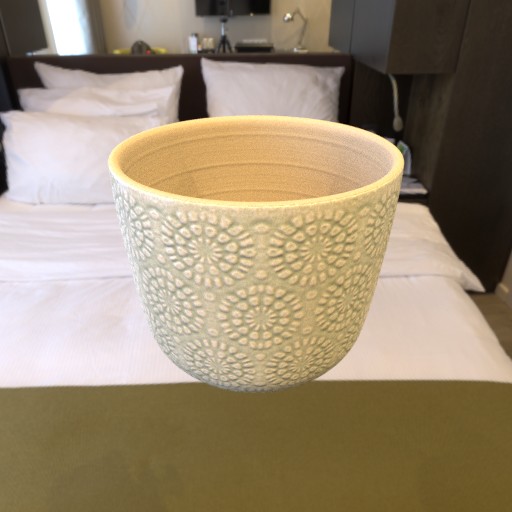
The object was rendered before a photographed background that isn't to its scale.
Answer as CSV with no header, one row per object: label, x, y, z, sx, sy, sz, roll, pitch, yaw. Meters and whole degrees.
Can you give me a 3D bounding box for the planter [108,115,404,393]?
planter,0.000,0.000,0.219,0.124,0.109,0.124,0,30,0
